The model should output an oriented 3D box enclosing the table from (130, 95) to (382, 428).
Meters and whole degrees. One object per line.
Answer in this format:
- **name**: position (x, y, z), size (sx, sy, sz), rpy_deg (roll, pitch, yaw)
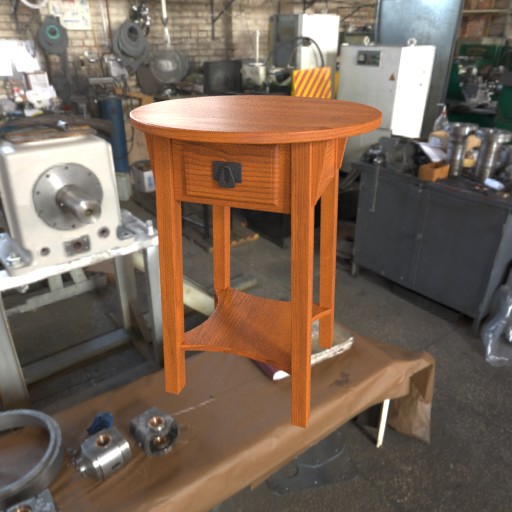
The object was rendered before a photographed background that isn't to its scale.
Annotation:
- **table**: position (0.000, 0.000, 0.961), size (0.457, 0.610, 0.457), rpy_deg (0, 26, 0)
